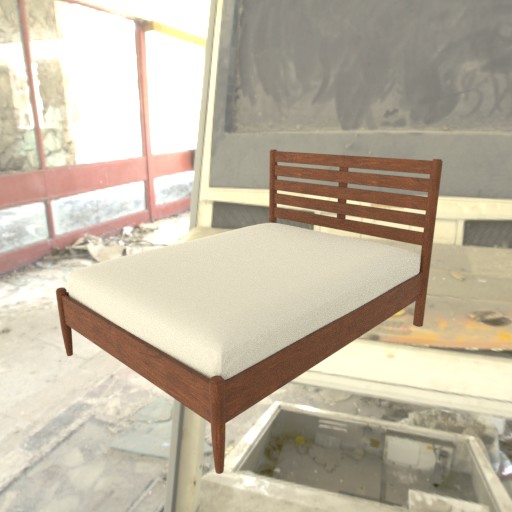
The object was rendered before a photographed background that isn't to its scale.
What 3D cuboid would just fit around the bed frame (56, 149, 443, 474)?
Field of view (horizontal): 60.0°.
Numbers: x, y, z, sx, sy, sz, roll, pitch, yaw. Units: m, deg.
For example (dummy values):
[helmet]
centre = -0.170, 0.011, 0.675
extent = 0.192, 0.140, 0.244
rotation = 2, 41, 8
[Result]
[bed frame]
centre = 0.000, 0.000, 3.181
extent = 1.655, 1.321, 2.234
rotation = 16, 23, 41
